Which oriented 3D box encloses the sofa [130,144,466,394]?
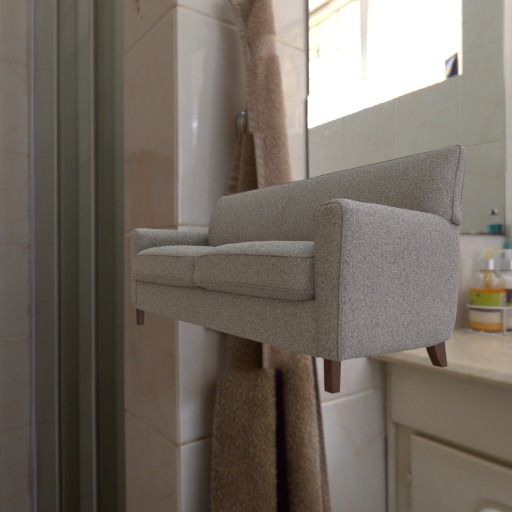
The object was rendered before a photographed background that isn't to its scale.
[{"bbox_3d":[0.000,0.000,2.467,0.854,0.942,2.026,0,0,-35],"label":"sofa"}]
